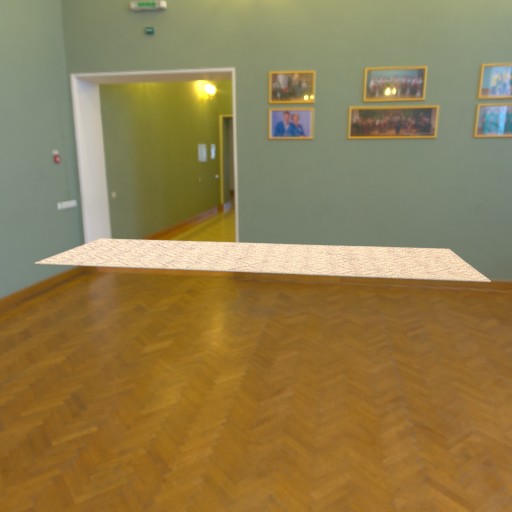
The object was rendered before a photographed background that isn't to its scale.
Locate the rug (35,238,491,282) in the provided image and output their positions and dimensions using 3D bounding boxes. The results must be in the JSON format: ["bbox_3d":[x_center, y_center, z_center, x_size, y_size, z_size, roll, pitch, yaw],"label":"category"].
[{"bbox_3d":[0.000,0.000,2.701,2.435,0.009,0.750,2,13,8],"label":"rug"}]
